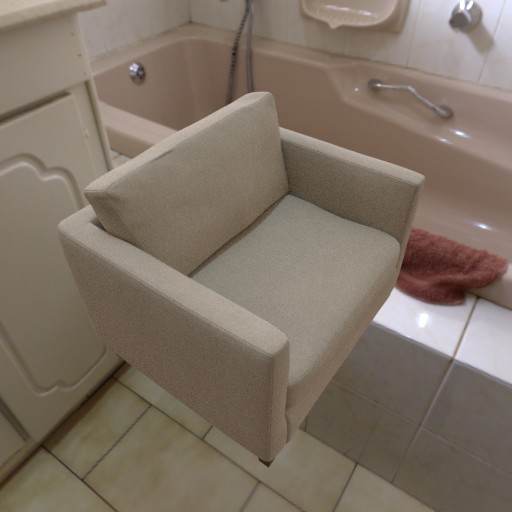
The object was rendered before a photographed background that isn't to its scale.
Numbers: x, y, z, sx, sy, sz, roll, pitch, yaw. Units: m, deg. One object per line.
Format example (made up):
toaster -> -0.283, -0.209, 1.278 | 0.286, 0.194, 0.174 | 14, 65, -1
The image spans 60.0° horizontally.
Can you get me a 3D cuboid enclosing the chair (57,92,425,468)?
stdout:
chair -> 0.000, 0.000, 1.811 | 0.959, 0.961, 1.107 | 26, 48, 26
